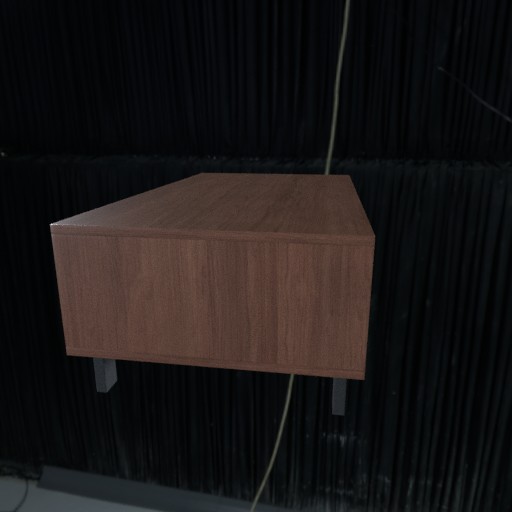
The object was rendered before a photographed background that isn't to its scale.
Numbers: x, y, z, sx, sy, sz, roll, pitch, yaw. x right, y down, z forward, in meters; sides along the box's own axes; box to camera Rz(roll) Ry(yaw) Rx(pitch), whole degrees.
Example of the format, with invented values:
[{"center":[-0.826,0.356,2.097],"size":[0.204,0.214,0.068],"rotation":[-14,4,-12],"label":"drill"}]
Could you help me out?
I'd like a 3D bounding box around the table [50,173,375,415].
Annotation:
[{"center":[0.000,0.000,1.302],"size":[0.600,0.380,1.020],"rotation":[3,16,9],"label":"table"}]
